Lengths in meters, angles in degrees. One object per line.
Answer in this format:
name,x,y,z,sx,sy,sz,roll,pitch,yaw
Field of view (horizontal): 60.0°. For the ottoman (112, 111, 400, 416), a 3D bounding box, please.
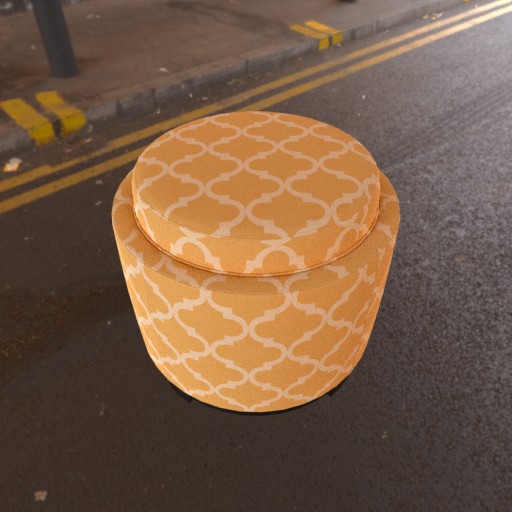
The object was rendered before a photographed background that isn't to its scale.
ottoman,0.000,0.000,0.839,0.480,0.429,0.480,0,42,0
